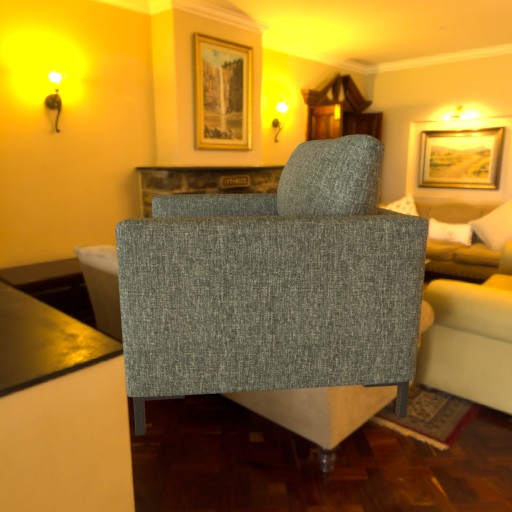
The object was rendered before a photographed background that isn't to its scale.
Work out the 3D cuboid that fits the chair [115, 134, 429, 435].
[{"bbox_3d":[0.000,0.000,1.659,0.866,0.861,0.963,-1,12,-6],"label":"chair"}]
